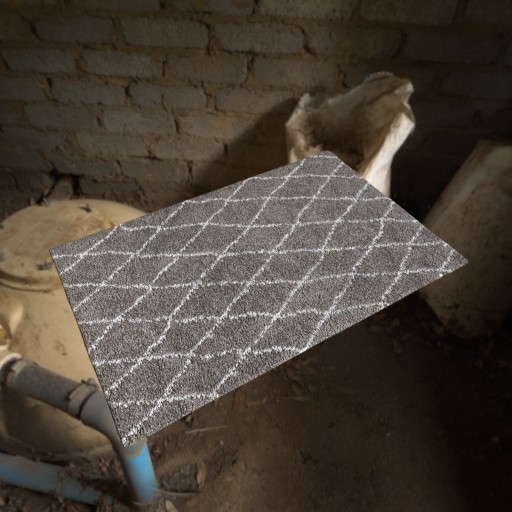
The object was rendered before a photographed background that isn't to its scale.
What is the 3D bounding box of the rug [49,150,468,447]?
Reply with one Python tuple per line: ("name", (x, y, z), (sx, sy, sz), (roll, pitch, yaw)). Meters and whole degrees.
("rug", (0.000, 0.000, 3.444), (2.743, 0.030, 1.778), (-23, 51, -21))
